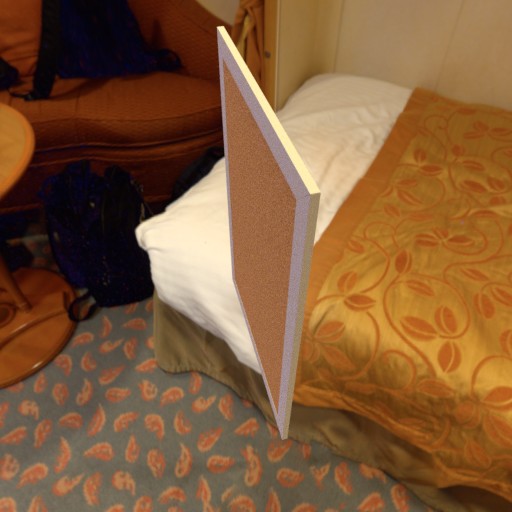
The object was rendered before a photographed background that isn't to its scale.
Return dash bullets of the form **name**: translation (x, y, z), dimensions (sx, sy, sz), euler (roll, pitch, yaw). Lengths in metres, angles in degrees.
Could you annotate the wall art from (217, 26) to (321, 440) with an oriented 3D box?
- **wall art**: translation (0.000, 0.000, 0.835), dimensions (0.011, 0.659, 0.454), euler (-11, 48, -10)
